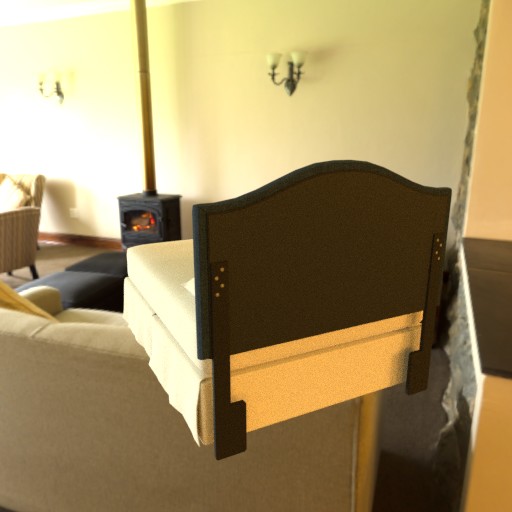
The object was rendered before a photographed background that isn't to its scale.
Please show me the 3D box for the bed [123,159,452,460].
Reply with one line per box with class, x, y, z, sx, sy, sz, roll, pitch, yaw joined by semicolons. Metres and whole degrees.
bed;0.000;0.000;3.379;1.713;1.518;2.153;-7;17;-26
